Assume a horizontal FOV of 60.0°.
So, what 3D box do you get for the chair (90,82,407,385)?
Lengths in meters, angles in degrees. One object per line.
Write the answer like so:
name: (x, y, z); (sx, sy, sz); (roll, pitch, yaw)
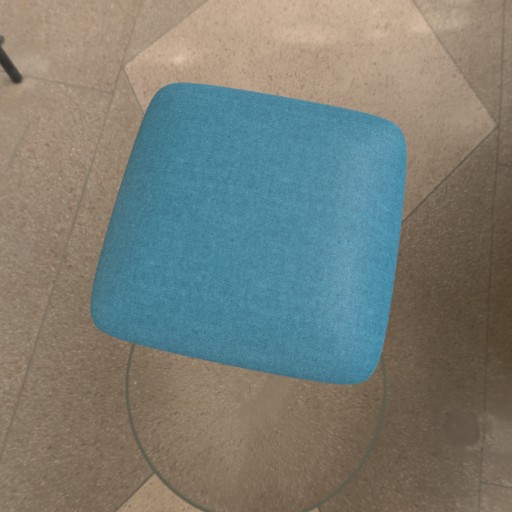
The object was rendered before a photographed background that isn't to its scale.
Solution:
chair: (0.000, 0.000, 0.723); (0.360, 0.450, 0.360); (11, 75, 3)
